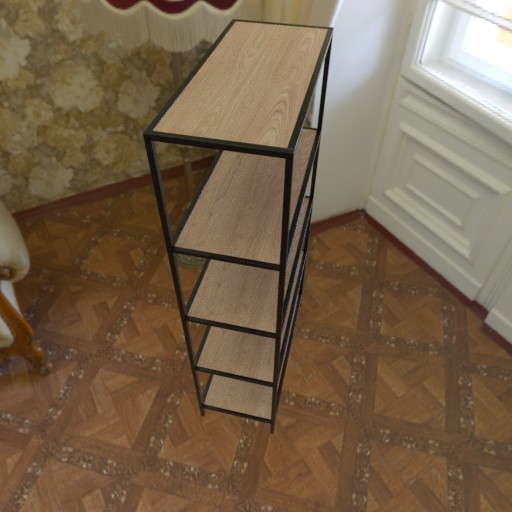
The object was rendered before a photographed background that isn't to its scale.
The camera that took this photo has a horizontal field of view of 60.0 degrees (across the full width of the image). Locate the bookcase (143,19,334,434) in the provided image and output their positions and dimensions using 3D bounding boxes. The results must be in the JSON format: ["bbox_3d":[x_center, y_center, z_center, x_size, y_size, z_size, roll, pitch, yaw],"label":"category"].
[{"bbox_3d":[0.000,0.000,1.784,0.350,1.500,0.770,10,47,9],"label":"bookcase"}]
